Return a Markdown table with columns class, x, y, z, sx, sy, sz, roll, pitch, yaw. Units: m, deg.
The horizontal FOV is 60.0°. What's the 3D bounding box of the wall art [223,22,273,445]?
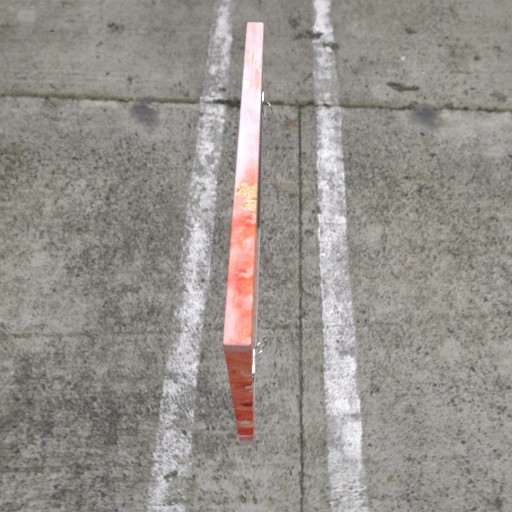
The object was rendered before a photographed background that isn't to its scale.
| class | x | y | z | sx | sy | sz | roll | pitch | yaw |
| --- | --- | --- | --- | --- | --- | --- | --- | --- | --- |
| wall art | 0.000 | 0.000 | 1.090 | 0.064 | 0.746 | 0.747 | 2 | 58 | 1 |
